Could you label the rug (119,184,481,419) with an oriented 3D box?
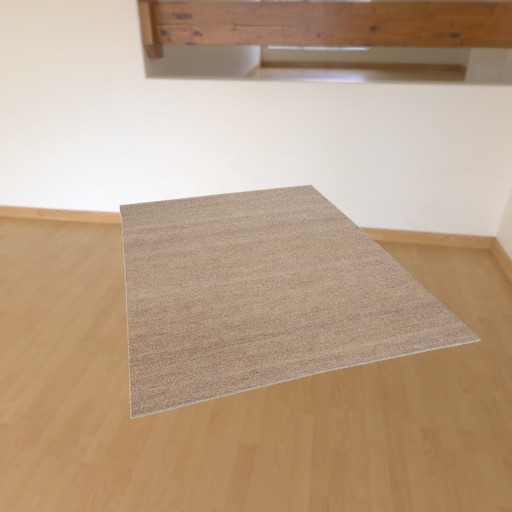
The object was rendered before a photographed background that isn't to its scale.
[{"bbox_3d":[0.000,0.000,4.240,2.467,0.046,3.245,-8,31,-14],"label":"rug"}]
